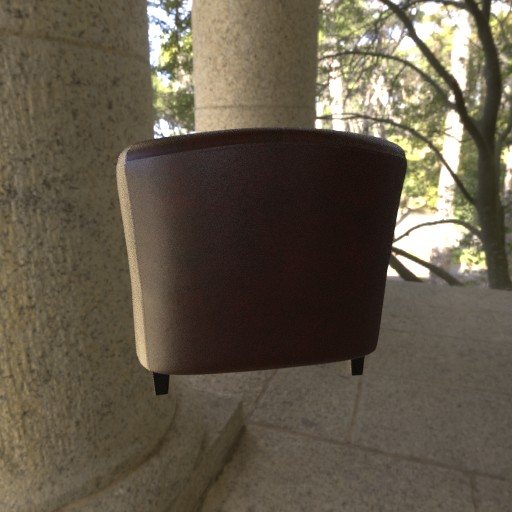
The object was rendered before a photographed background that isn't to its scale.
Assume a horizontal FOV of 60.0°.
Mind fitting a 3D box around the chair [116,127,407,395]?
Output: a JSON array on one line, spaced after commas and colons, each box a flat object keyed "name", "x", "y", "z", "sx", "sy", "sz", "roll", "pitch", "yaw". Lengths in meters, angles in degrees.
[{"name": "chair", "x": 0.000, "y": 0.000, "z": 1.383, "sx": 0.792, "sy": 0.756, "sz": 0.727, "roll": -3, "pitch": 15, "yaw": -10}]
